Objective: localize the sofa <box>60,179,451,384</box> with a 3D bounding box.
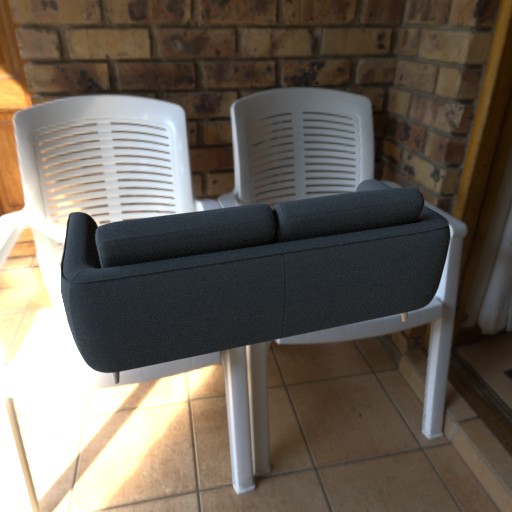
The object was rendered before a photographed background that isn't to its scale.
[{"bbox_3d":[0.000,0.000,2.514,2.000,0.850,0.920,-9,29,-16],"label":"sofa"}]
